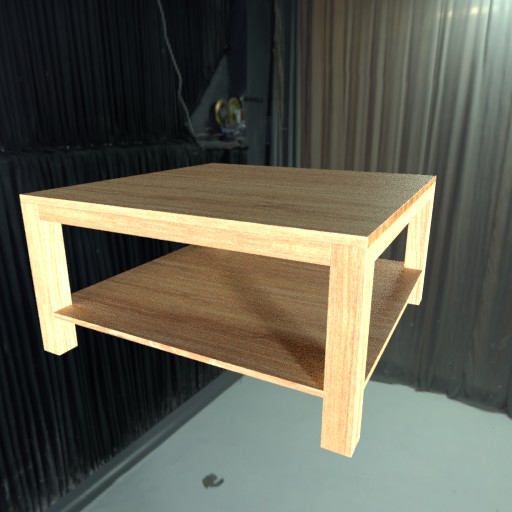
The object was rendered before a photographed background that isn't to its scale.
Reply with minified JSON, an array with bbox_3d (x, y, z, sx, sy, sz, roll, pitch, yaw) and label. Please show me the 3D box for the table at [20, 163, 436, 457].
[{"bbox_3d":[0.000,0.000,1.385,0.900,0.450,0.900,9,20,27],"label":"table"}]
